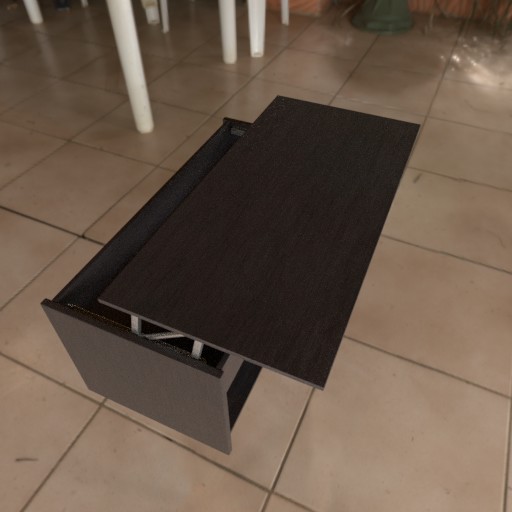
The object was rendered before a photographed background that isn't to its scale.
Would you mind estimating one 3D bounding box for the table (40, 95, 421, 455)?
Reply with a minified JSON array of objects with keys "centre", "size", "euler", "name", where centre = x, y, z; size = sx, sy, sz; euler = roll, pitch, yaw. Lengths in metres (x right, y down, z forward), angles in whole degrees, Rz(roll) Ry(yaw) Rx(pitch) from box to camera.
[{"centre":[0.000,0.000,1.409],"size":[0.712,0.570,1.000],"euler":[18,49,16],"name":"table"}]
